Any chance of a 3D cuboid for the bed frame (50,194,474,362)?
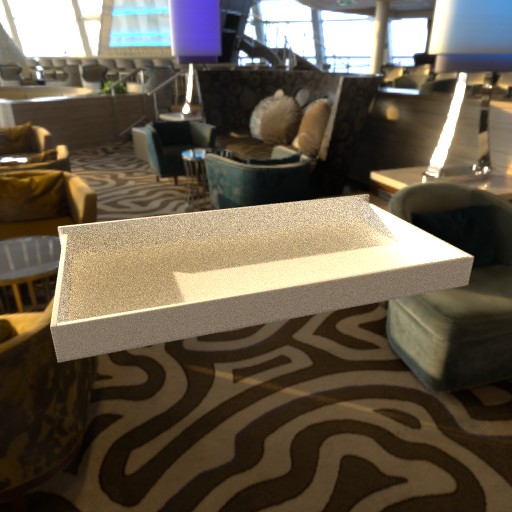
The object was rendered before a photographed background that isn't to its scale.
[{"bbox_3d":[0.000,0.000,1.551,1.300,0.141,0.670,-8,25,-17],"label":"bed frame"}]
